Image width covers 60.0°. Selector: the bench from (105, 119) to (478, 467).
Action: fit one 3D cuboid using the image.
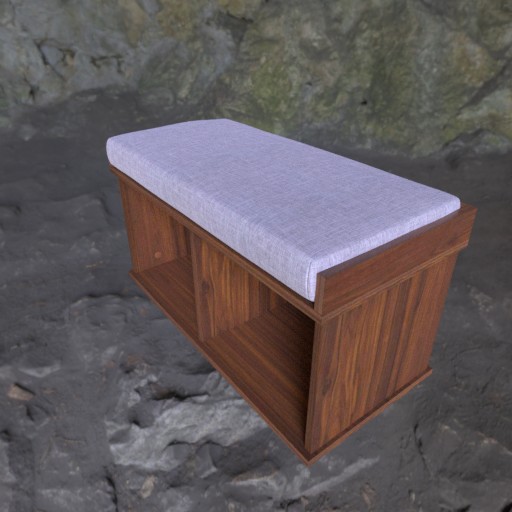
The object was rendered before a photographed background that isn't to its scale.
[{"bbox_3d":[0.000,0.000,0.991,0.362,0.461,0.734,-21,37,-31],"label":"bench"}]
